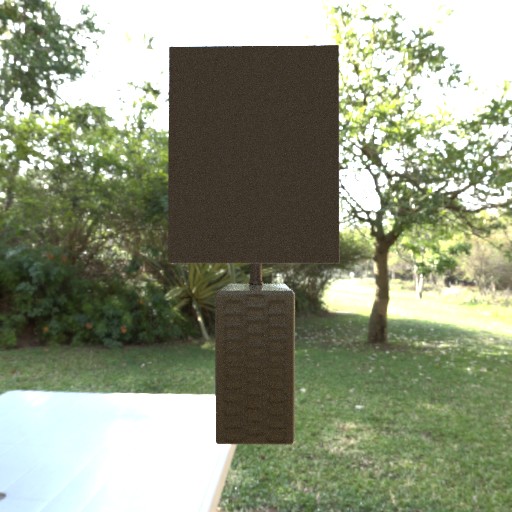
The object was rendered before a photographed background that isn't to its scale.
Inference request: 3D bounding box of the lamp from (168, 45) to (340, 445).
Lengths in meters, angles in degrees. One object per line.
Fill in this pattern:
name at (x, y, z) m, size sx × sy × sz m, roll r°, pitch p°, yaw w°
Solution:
lamp at (0.000, 0.000, 0.705) m, size 0.200 × 0.515 × 0.380 m, roll 0°, pitch -1°, yaw 1°
